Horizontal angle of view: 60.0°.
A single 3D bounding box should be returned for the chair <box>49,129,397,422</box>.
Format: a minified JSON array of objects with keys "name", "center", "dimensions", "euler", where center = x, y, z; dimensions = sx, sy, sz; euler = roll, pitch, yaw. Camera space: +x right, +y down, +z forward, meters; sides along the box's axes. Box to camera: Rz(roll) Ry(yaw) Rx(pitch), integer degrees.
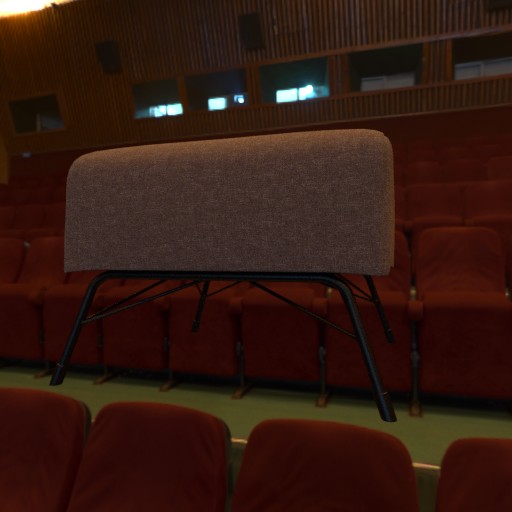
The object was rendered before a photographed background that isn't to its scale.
[{"name":"chair","center":[0.000,0.000,0.876],"dimensions":[0.530,0.410,0.530],"euler":[0,0,17]}]
